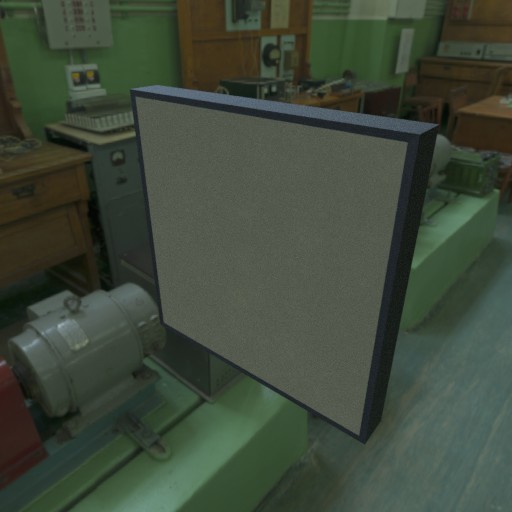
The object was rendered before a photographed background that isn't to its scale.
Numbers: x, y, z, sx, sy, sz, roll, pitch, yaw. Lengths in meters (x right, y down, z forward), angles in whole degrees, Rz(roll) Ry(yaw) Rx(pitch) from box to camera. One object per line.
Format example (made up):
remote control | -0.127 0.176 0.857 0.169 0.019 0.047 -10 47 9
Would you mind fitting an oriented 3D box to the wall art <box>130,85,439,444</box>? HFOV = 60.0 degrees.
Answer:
wall art | 0.000 0.000 0.455 0.302 0.300 0.036 21 35 33
